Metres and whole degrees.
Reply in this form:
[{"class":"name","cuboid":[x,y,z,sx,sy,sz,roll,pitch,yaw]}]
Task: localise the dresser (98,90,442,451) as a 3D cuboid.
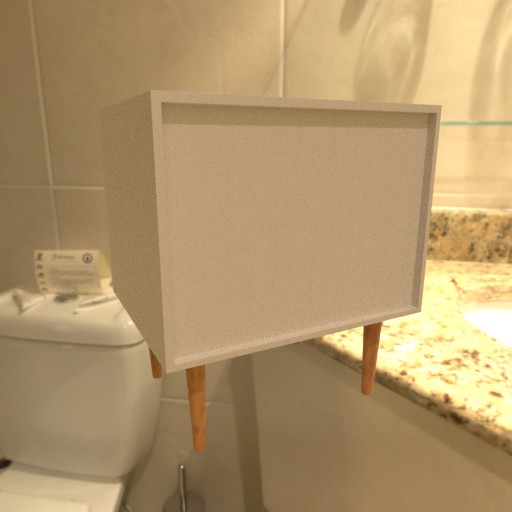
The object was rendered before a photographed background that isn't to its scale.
[{"class":"dresser","cuboid":[0.000,0.000,0.895,0.503,0.568,0.414,-7,16,-27]}]
